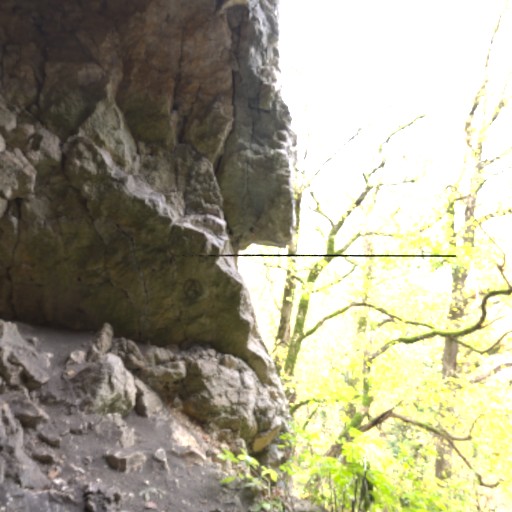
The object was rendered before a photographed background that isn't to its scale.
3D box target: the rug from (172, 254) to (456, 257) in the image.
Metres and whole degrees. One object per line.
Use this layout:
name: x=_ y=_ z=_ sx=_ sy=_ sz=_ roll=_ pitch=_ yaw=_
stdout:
rug: x=0.000 y=0.000 z=2.613 sx=0.760 sy=0.009 sz=2.440 roll=0 pitch=0 yaw=-16
